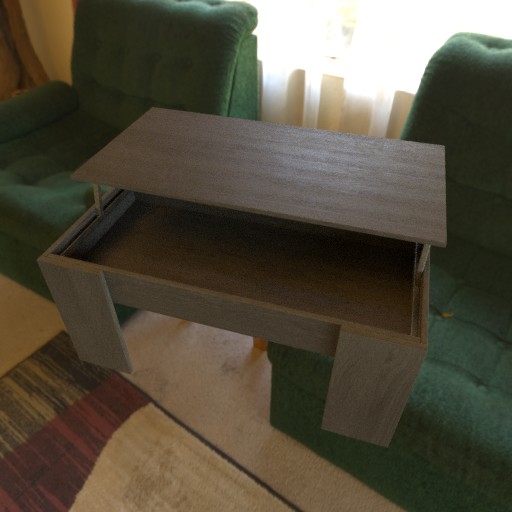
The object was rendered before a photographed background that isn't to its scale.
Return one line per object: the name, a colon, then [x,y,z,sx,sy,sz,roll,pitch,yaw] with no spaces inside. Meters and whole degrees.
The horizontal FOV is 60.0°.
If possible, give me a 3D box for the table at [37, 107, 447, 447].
table: [0.000,0.000,1.412,1.000,0.570,0.711,12,42,13]
